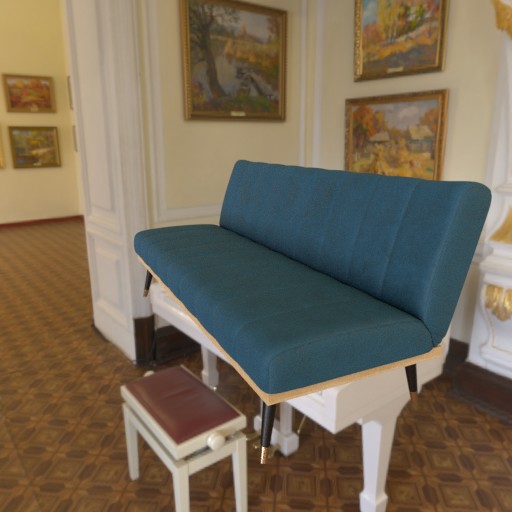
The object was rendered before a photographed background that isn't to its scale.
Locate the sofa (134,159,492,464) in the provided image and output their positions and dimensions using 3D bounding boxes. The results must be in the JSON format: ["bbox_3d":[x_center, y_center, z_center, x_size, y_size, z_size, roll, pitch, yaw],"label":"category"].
[{"bbox_3d":[0.000,0.000,2.125,0.830,0.825,1.810,-7,16,-25],"label":"sofa"}]
